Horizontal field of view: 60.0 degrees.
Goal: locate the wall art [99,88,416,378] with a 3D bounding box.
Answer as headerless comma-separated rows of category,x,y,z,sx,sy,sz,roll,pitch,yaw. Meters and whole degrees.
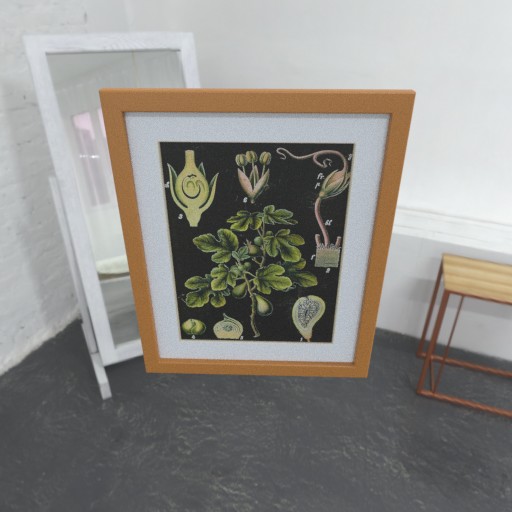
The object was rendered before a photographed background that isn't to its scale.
wall art,0.000,0.000,0.777,0.452,0.553,0.022,1,30,2
